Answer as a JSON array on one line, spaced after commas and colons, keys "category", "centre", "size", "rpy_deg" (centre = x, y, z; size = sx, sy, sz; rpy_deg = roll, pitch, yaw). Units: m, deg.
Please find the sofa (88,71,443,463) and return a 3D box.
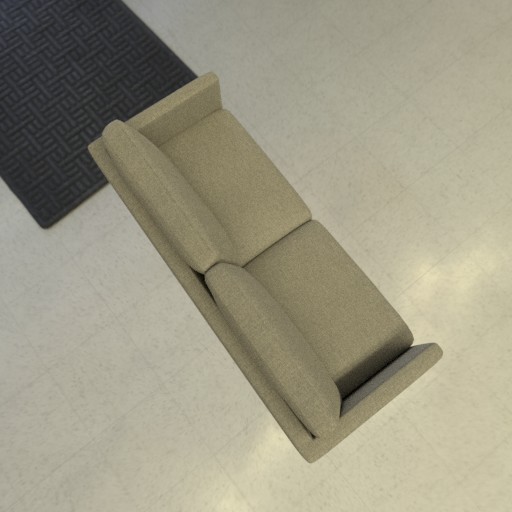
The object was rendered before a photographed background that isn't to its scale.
[{"category": "sofa", "centre": [0.000, 0.000, 2.762], "size": [0.956, 0.960, 2.208], "rpy_deg": [-35, 78, -9]}]
